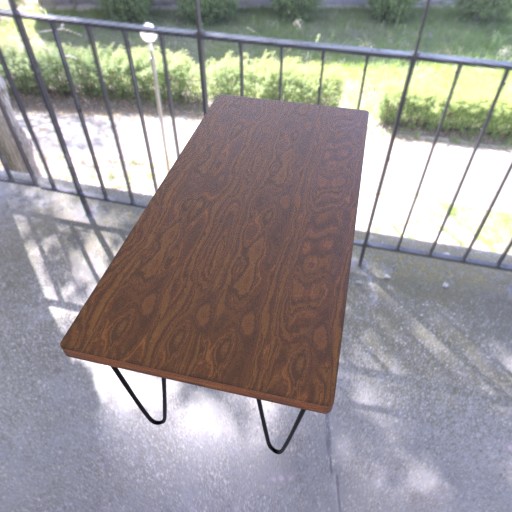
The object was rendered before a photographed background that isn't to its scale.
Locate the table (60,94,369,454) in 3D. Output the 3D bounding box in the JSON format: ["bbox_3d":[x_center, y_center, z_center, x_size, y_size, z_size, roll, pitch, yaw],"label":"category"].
[{"bbox_3d":[0.000,0.000,2.221,0.883,0.753,1.791,10,47,9],"label":"table"}]
